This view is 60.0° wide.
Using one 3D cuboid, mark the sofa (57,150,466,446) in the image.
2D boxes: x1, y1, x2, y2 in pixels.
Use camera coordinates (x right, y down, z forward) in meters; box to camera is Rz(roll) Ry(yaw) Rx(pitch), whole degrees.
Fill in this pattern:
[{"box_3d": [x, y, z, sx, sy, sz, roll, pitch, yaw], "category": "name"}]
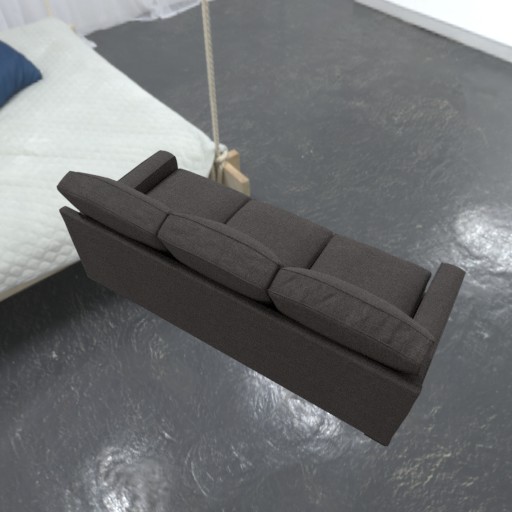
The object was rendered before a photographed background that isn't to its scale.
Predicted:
[{"box_3d": [0.000, 0.000, 2.853, 2.369, 0.978, 1.004, 25, 53, 20], "category": "sofa"}]
